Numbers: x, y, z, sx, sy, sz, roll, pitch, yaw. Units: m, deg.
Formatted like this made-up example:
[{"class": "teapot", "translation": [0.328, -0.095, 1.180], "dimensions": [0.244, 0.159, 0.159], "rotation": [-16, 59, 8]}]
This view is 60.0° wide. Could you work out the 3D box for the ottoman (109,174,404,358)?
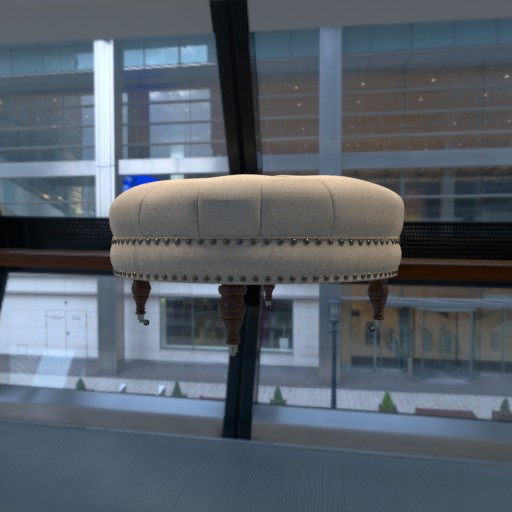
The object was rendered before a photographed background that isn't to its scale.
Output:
[{"class": "ottoman", "translation": [0.000, 0.000, 1.472], "dimensions": [0.940, 0.483, 0.940], "rotation": [0, 2, 0]}]
